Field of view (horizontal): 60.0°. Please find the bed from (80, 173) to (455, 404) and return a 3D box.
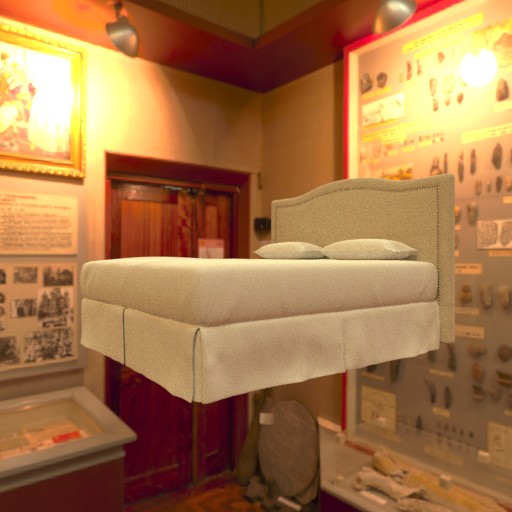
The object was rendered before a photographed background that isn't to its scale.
[{"bbox_3d":[0.000,0.000,3.479,2.182,1.421,2.083,0,0,-37],"label":"bed"}]
